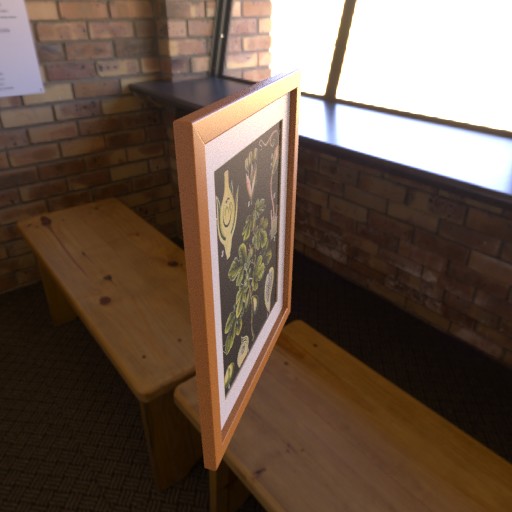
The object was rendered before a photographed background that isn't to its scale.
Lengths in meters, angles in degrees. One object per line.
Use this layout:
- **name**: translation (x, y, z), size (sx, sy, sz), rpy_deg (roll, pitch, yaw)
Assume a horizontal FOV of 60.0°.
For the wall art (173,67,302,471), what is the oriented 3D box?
- **wall art**: translation (0.000, 0.000, 0.524), size (0.015, 0.379, 0.310), rpy_deg (10, 31, 17)
